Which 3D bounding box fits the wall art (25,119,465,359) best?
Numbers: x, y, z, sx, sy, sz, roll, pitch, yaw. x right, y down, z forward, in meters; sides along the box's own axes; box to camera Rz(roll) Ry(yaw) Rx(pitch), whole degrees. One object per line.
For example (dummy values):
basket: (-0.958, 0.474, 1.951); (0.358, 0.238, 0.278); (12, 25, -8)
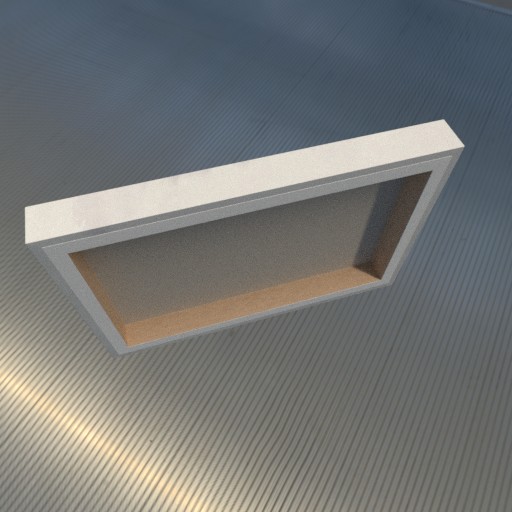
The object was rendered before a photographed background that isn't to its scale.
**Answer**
wall art: (0.000, 0.000, 0.486); (0.381, 0.254, 0.038); (-14, 58, -9)
